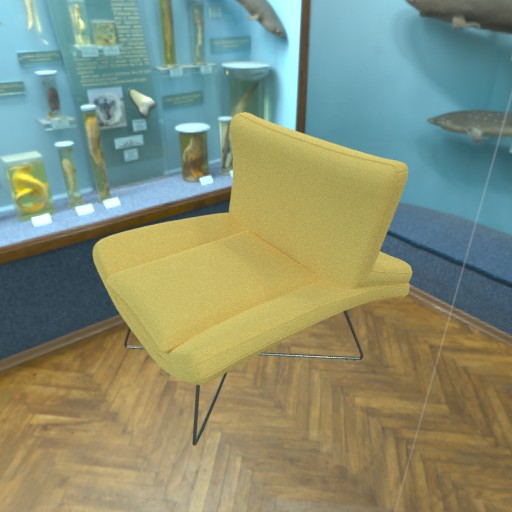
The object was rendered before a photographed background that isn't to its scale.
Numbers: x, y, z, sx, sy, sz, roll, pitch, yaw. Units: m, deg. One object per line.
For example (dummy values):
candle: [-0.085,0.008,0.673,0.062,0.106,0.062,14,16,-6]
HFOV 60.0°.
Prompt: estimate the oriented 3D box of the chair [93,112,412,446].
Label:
chair: [0.000,0.000,1.677,1.008,0.855,0.859,-20,36,-30]
